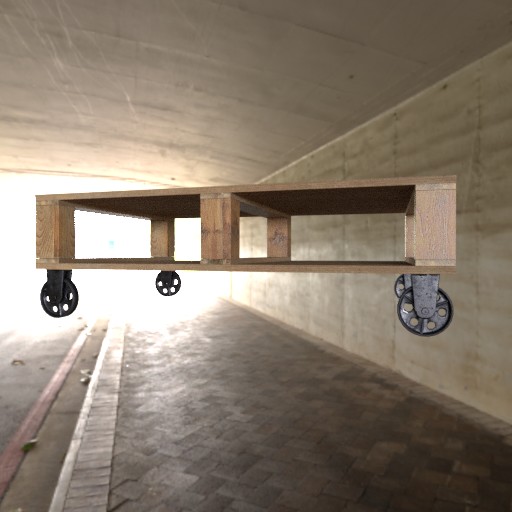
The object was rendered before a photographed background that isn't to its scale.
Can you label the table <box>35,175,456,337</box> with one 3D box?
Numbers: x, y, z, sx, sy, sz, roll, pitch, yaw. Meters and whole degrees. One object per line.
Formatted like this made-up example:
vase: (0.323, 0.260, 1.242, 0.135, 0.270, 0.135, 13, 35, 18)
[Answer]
table: (0.000, 0.000, 1.695, 1.299, 0.413, 0.827, 0, 0, 17)
